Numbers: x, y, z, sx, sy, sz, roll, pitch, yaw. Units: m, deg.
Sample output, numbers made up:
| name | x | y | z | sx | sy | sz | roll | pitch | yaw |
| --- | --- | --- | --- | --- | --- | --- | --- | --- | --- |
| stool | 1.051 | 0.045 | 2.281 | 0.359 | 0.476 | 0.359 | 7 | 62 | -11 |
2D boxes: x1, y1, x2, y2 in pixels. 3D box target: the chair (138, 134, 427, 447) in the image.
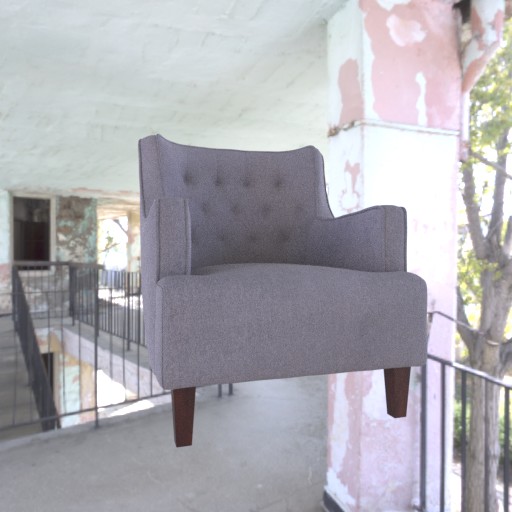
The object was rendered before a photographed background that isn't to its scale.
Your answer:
| name | x | y | z | sx | sy | sz | roll | pitch | yaw |
| --- | --- | --- | --- | --- | --- | --- | --- | --- | --- |
| chair | 0.000 | 0.000 | 1.544 | 0.781 | 0.919 | 0.910 | 0 | 1 | -18 |
